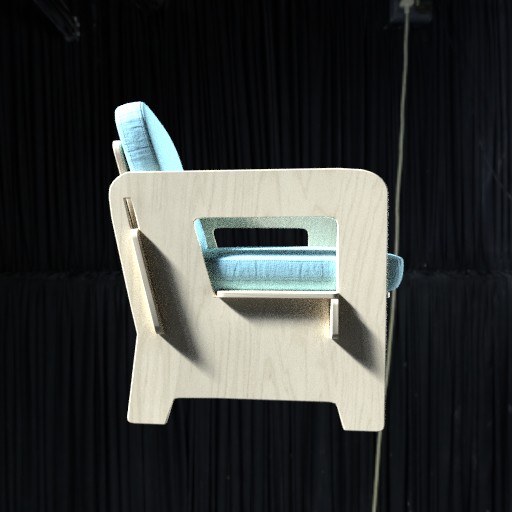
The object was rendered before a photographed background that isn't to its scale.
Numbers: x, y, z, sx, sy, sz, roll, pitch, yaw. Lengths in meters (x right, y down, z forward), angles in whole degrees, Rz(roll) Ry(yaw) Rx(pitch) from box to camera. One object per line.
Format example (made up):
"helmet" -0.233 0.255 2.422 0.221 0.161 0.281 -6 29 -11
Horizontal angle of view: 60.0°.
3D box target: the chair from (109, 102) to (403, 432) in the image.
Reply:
"chair" 0.000 0.000 1.282 0.710 0.800 0.590 0 1 0
